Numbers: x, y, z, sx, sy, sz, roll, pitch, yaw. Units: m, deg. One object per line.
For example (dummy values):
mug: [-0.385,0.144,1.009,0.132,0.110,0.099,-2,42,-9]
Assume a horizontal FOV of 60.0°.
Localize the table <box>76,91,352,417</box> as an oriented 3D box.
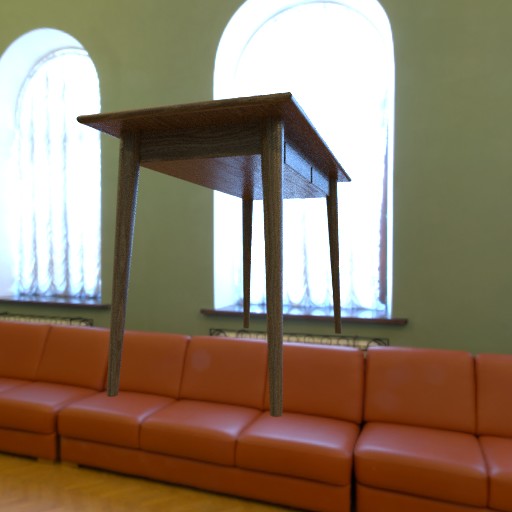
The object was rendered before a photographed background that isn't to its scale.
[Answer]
table: [0.000,0.000,1.729,0.599,0.780,1.300,0,1,18]
